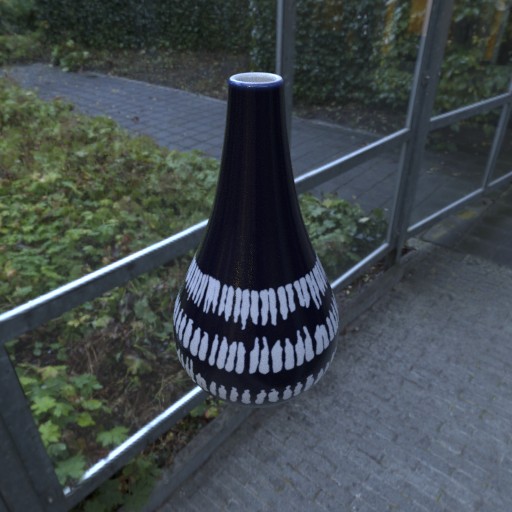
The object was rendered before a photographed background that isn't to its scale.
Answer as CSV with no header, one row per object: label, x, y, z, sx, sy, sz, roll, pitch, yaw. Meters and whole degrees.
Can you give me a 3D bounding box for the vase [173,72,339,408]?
vase,0.000,0.000,0.387,0.159,0.295,0.159,0,33,0
